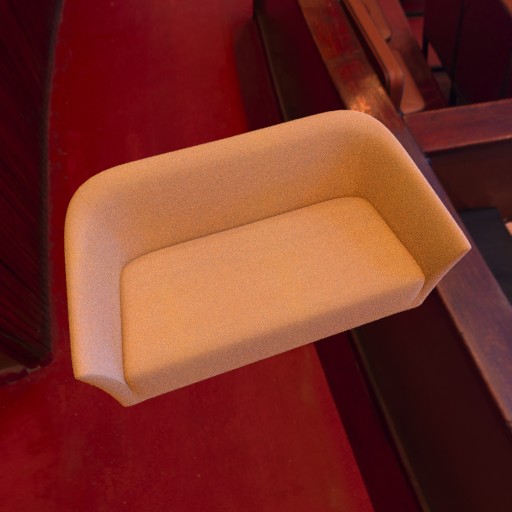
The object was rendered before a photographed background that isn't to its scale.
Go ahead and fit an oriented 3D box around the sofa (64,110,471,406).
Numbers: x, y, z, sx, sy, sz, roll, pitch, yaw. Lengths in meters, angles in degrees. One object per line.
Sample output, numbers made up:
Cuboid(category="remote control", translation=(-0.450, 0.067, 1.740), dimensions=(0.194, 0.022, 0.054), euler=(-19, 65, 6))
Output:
Cuboid(category="sofa", translation=(0.000, 0.000, 1.856), dimensions=(1.452, 0.721, 0.705), euler=(-17, 62, -9))
